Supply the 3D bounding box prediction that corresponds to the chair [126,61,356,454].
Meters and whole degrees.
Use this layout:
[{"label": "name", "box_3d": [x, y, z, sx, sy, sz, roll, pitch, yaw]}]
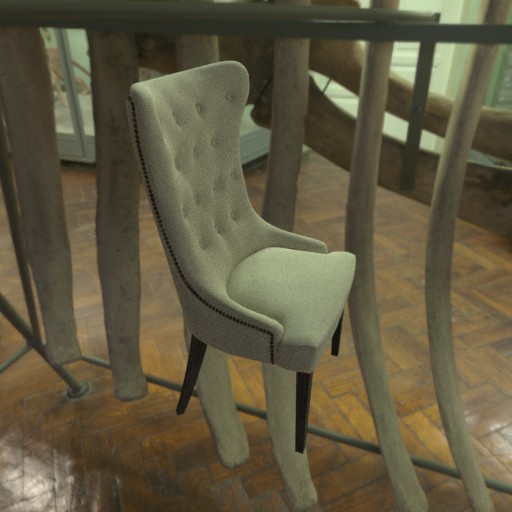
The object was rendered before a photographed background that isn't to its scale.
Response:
[{"label": "chair", "box_3d": [0.000, 0.000, 1.395, 0.590, 1.065, 0.584, 11, 32, 19]}]
